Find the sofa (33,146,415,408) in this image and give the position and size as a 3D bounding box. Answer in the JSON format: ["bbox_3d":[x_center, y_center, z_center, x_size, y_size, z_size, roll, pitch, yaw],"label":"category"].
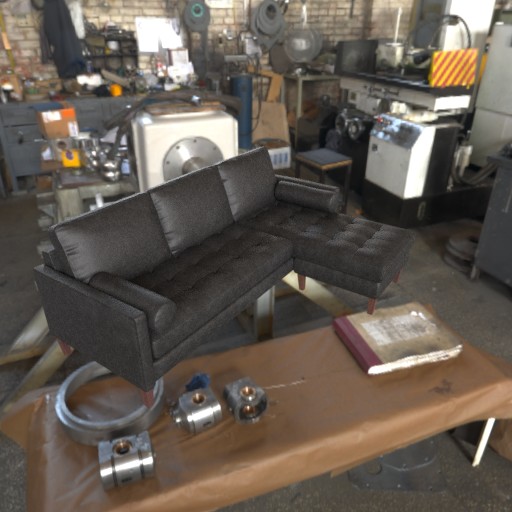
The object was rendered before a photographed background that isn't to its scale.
[{"bbox_3d":[0.000,0.000,2.911,1.497,0.876,2.178,18,33,30],"label":"sofa"}]
